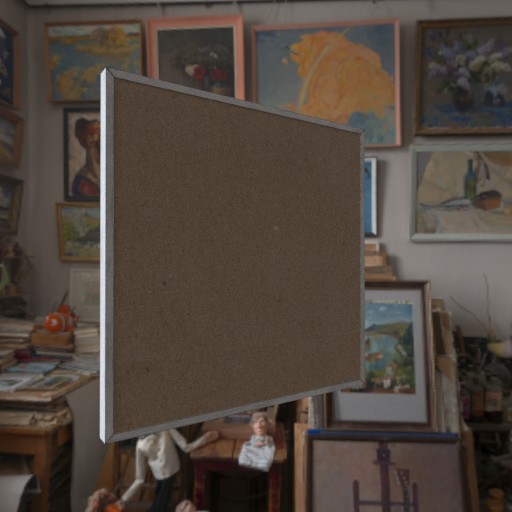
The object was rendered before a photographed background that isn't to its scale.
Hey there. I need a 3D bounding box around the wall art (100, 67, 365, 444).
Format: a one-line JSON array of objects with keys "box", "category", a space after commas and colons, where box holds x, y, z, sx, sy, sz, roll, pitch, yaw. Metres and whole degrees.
[{"box": [0.000, 0.000, 1.125, 0.762, 0.762, 0.038, 0, 0, -34], "category": "wall art"}]
